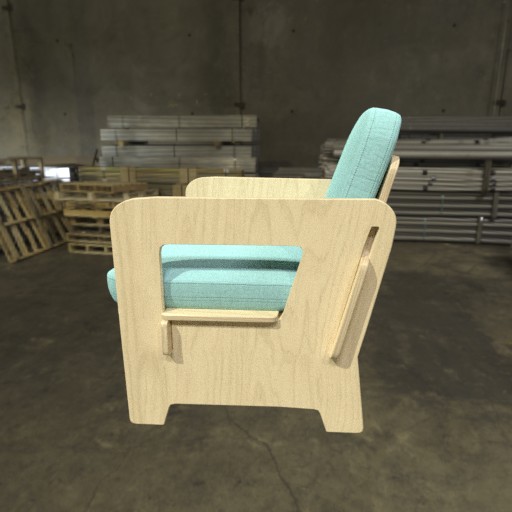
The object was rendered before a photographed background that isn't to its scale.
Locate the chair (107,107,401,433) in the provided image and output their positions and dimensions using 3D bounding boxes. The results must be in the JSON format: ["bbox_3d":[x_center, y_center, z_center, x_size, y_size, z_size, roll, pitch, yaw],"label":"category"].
[{"bbox_3d":[0.000,0.000,1.283,0.710,0.800,0.590,2,15,9],"label":"chair"}]
